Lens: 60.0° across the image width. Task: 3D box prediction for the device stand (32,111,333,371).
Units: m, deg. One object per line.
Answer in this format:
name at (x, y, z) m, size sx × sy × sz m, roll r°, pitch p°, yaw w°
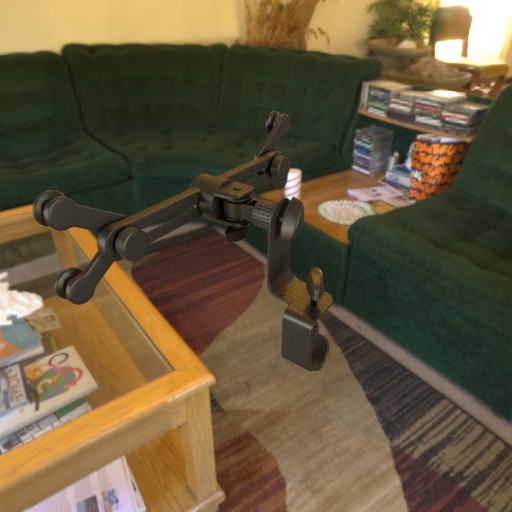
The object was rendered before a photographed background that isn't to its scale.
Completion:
device stand at (0.000, 0.000, 0.366) m, size 0.142 × 0.166 × 0.270 m, roll 21°, pitch 38°, yaw 30°
